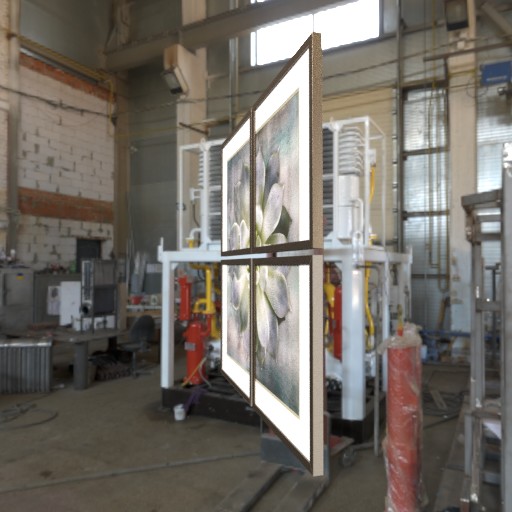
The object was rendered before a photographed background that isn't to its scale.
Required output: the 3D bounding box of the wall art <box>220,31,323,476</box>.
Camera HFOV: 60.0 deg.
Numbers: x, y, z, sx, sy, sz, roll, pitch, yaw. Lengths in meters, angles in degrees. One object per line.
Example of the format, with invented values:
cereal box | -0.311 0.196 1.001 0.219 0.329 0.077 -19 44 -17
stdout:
wall art | 0.000 0.000 1.525 0.030 1.032 1.032 0 -1 -16
